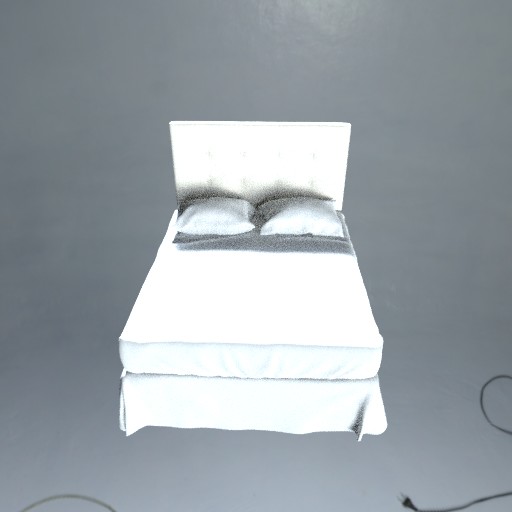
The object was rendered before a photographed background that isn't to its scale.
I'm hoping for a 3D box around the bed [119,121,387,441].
[{"bbox_3d":[0.000,0.000,3.525,1.936,1.577,2.222,1,32,2],"label":"bed"}]
